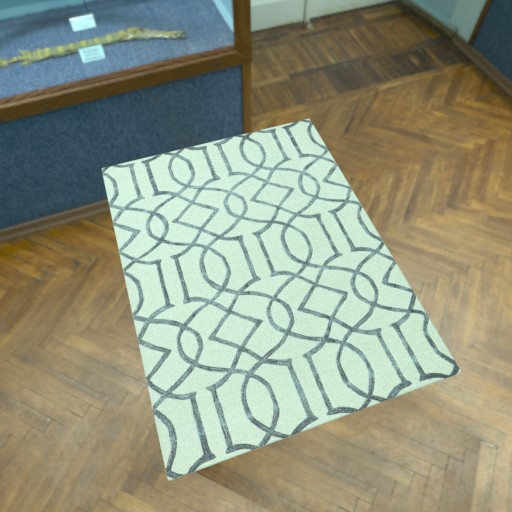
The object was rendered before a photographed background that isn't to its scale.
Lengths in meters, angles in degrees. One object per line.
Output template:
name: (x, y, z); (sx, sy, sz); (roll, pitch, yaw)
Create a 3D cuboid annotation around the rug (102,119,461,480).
rug: (0.000, 0.000, 3.811); (2.211, 0.021, 2.910); (-16, 59, -10)
